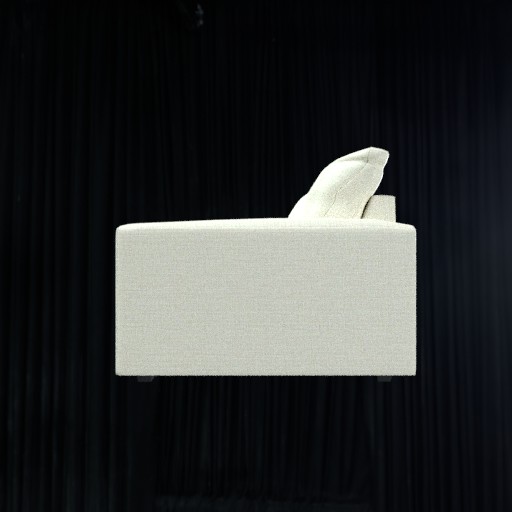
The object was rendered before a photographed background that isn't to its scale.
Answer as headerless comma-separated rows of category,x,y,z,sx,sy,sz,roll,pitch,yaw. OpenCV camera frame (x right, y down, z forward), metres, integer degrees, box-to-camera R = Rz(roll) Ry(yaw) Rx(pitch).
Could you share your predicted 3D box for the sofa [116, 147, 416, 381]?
sofa,0.000,0.000,2.375,1.091,0.875,1.754,0,0,0
